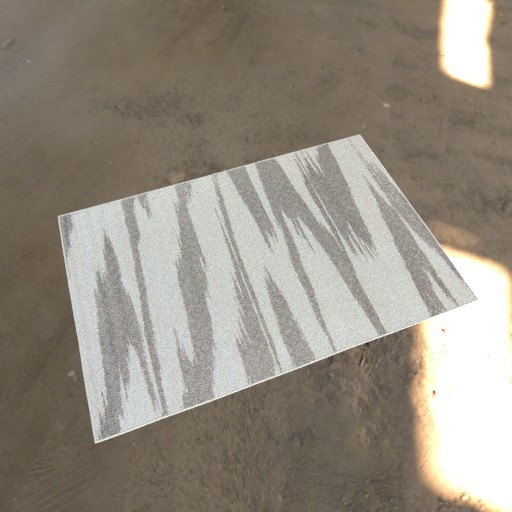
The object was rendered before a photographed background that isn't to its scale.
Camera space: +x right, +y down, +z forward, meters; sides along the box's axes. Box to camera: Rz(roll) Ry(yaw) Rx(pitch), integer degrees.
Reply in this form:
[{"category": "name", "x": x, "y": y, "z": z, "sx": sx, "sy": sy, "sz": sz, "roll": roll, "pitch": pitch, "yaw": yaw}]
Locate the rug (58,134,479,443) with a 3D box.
[{"category": "rug", "x": 0.000, "y": 0.000, "z": 2.250, "sx": 1.827, "sy": 0.008, "sz": 1.225, "roll": -17, "pitch": 59, "yaw": -11}]
